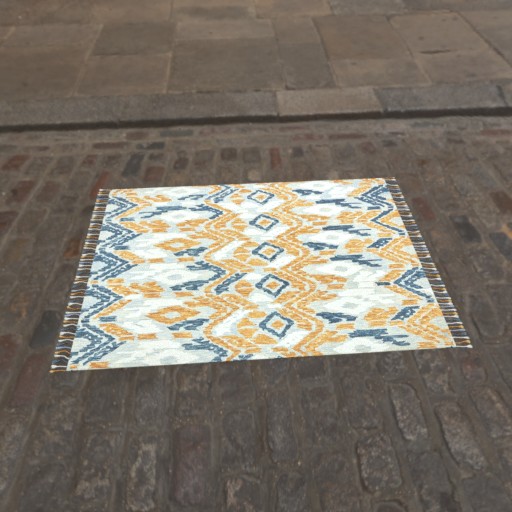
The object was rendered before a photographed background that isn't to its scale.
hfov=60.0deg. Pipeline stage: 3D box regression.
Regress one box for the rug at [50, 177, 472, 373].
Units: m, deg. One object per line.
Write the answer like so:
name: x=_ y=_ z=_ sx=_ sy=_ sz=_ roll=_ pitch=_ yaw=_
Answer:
rug: x=0.000 y=0.000 z=2.316 sx=1.827 sy=0.008 sz=1.230 roll=-3 pitch=47 yaw=-3
